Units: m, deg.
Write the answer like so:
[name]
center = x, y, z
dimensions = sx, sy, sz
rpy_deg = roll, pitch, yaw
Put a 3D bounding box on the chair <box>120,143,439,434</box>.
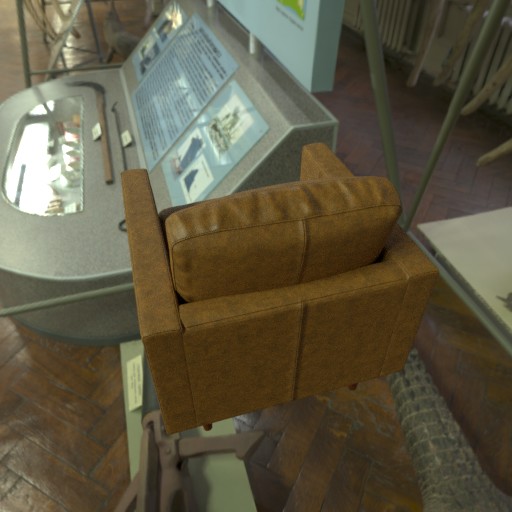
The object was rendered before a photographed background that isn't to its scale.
[chair]
center = 0.000, 0.000, 1.697
dimensions = 0.890, 0.956, 0.909
rpy_deg = -11, 42, -13
